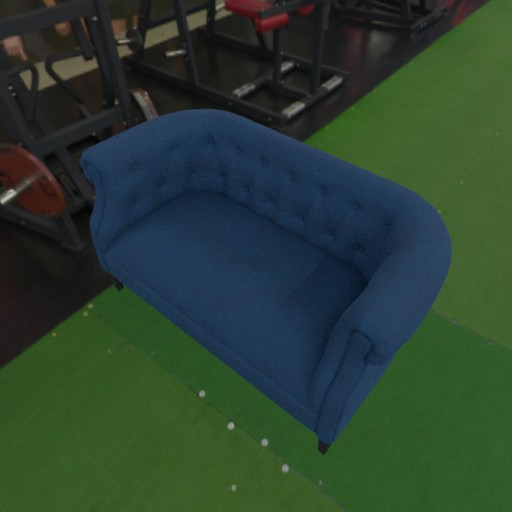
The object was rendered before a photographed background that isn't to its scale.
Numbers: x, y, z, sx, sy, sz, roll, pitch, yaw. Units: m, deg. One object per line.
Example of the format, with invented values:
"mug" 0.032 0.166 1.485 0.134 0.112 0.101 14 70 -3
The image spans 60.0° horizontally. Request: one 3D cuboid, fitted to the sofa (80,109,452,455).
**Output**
"sofa" 0.000 0.000 2.026 1.558 0.827 0.835 31 53 27
